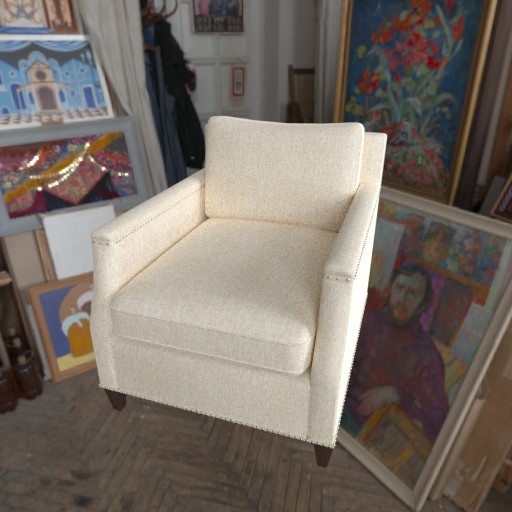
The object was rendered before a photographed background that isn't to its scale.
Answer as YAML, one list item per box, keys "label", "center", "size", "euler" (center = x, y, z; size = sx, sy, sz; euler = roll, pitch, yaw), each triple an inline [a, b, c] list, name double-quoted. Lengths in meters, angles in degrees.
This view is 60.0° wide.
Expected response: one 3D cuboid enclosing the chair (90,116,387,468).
- label: "chair"
  center: [0.000, 0.000, 1.730]
  size: [0.838, 0.940, 1.041]
  euler: [8, 27, 17]
